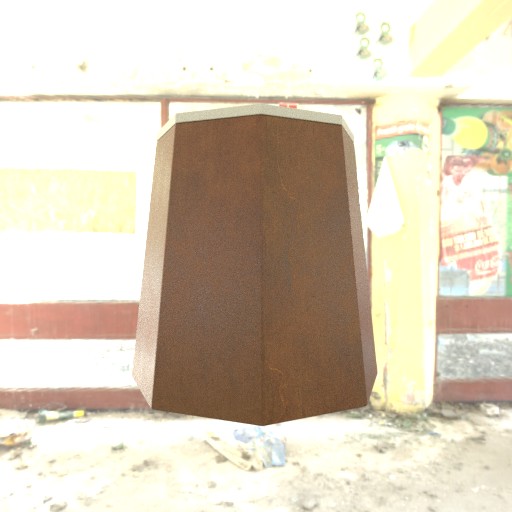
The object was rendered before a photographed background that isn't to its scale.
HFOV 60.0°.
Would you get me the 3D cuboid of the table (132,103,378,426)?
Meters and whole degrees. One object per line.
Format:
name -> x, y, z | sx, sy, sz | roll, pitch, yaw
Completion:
table -> 0.000, 0.000, 0.838 | 0.439, 0.457, 0.439 | 1, 2, 18
